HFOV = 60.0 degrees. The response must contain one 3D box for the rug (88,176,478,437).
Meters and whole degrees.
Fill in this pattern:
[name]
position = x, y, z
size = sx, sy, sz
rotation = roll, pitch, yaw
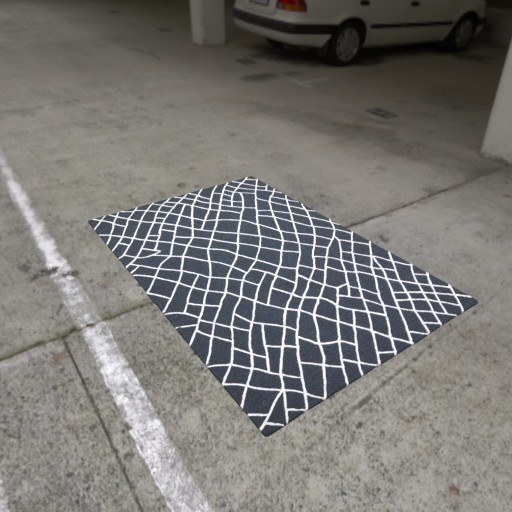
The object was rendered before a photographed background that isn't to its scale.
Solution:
[rug]
position = 0.000, 0.000, 2.365
size = 1.223, 0.013, 1.830
rotation = -21, 38, -29
